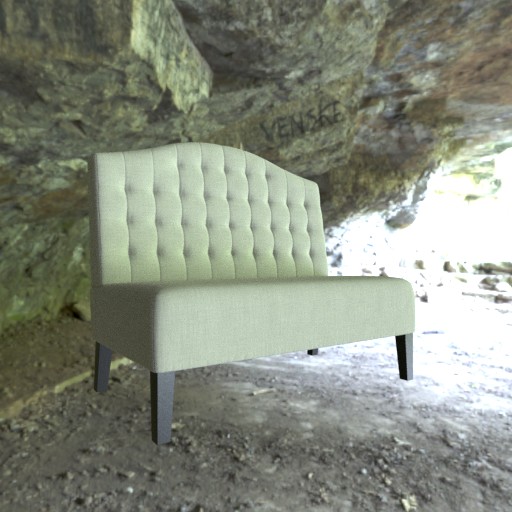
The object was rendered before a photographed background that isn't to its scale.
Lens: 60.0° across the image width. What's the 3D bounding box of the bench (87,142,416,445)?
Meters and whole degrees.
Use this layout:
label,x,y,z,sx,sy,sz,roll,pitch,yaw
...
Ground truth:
label,x,y,z,sx,sy,sz,roll,pitch,yaw
bench,0.000,0.000,2.063,1.335,1.180,0.815,0,0,-35
